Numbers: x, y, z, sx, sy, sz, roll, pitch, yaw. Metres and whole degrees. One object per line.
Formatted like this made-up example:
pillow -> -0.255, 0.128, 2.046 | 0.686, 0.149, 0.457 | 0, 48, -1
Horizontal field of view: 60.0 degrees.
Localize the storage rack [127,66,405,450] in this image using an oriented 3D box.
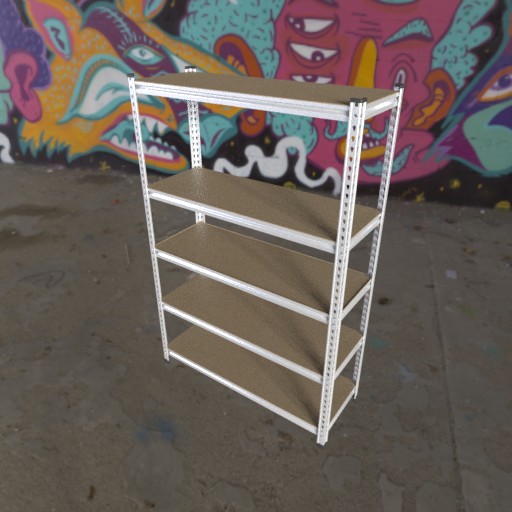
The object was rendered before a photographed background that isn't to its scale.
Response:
storage rack -> 0.000, 0.000, 2.442 | 1.219, 1.829, 0.457 | 19, 34, 30
